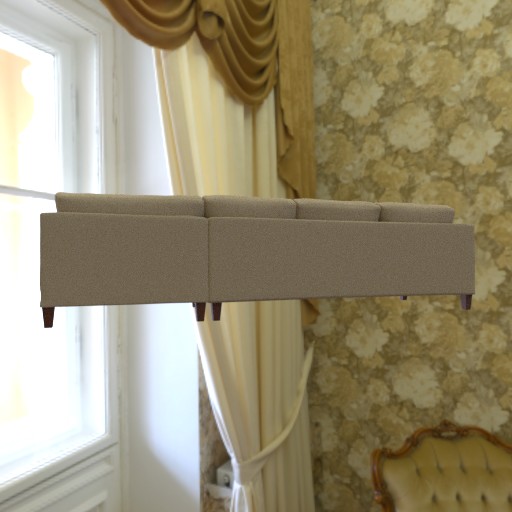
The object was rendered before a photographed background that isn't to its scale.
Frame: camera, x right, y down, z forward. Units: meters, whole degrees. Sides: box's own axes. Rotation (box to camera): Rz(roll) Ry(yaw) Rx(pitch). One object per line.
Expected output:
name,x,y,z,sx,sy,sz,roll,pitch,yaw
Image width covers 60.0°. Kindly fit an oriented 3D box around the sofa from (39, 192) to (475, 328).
sofa,0.000,0.000,3.839,3.186,0.861,1.625,0,0,-17
